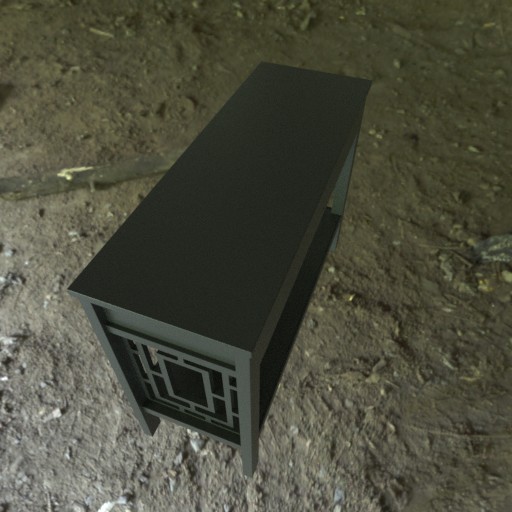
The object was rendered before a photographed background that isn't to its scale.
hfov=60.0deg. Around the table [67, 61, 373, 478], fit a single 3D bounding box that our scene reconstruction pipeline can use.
[{"bbox_3d":[0.000,0.000,1.425,0.397,0.753,1.068,16,50,14],"label":"table"}]
